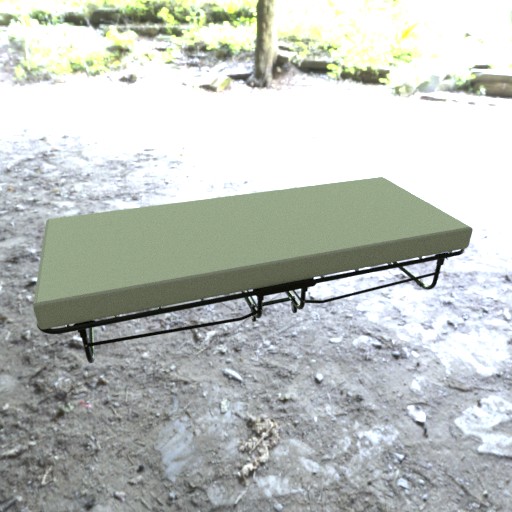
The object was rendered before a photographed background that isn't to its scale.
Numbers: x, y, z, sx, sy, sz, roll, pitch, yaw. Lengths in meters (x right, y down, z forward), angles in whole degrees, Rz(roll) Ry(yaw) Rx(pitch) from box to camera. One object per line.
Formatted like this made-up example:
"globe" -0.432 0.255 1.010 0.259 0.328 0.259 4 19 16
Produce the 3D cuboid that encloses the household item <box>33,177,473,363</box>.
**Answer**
"household item" 0.000 0.000 2.150 1.905 0.356 0.787 -10 31 -16
